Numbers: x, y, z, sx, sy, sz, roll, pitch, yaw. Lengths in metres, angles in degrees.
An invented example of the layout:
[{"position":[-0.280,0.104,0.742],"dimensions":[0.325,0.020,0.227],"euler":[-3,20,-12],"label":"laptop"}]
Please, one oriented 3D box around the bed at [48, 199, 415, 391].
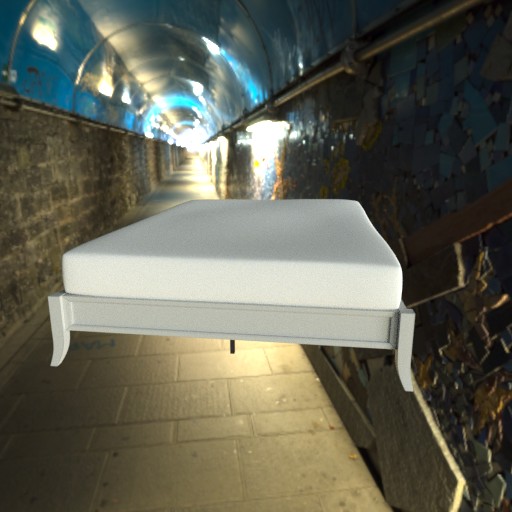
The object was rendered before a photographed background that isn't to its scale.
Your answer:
[{"position":[0.000,0.000,2.643],"dimensions":[1.460,0.510,1.985],"euler":[2,14,8],"label":"bed"}]
